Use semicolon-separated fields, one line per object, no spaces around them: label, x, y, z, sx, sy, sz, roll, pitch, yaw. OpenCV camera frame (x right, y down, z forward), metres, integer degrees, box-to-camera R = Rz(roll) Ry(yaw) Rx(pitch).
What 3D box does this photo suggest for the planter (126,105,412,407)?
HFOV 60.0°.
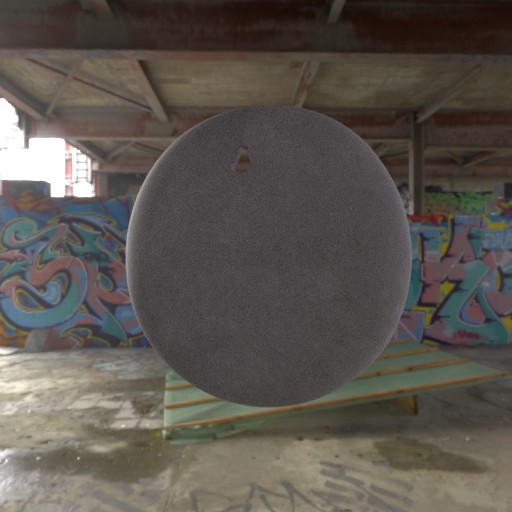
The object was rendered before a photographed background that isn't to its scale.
planter;0.000;0.000;0.279;0.185;0.188;0.071;0;0;18
